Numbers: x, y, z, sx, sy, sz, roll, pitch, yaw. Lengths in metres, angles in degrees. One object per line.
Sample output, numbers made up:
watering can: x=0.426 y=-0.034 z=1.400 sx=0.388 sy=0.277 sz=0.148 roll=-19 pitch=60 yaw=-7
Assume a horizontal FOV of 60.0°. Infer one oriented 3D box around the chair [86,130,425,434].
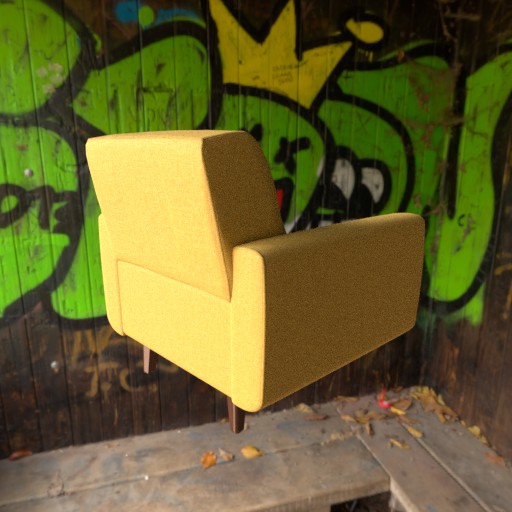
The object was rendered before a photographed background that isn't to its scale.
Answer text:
chair: x=0.000 y=0.000 z=1.559 sx=0.909 sy=0.841 sz=0.831 roll=-14 pitch=20 yaw=-43
